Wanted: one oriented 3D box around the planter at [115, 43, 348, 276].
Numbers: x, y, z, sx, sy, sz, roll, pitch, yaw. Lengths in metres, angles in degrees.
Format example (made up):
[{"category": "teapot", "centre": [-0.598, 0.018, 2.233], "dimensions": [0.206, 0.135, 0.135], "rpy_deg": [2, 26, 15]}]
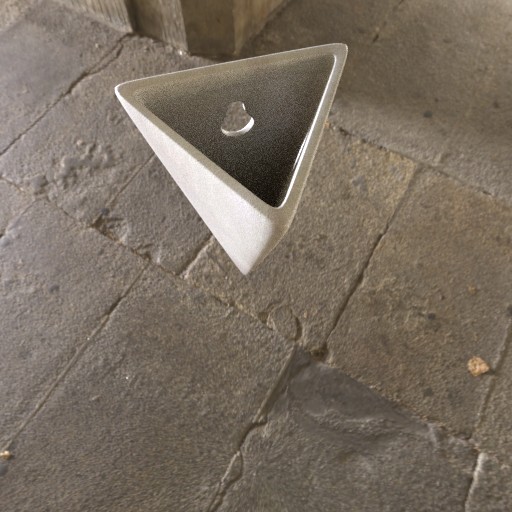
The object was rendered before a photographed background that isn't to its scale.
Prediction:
[{"category": "planter", "centre": [0.000, 0.000, 0.272], "dimensions": [0.101, 0.224, 0.081], "rpy_deg": [-13, 65, -6]}]
